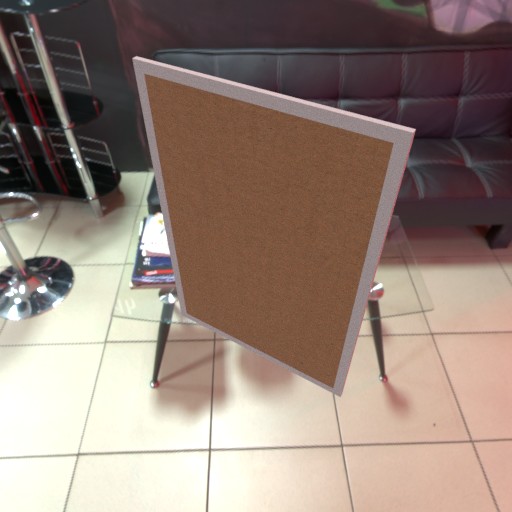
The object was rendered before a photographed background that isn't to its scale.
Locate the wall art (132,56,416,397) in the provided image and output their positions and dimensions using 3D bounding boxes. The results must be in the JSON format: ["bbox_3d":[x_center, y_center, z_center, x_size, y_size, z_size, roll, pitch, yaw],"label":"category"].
[{"bbox_3d":[0.000,0.000,1.251,0.660,0.965,0.015,23,49,21],"label":"wall art"}]
